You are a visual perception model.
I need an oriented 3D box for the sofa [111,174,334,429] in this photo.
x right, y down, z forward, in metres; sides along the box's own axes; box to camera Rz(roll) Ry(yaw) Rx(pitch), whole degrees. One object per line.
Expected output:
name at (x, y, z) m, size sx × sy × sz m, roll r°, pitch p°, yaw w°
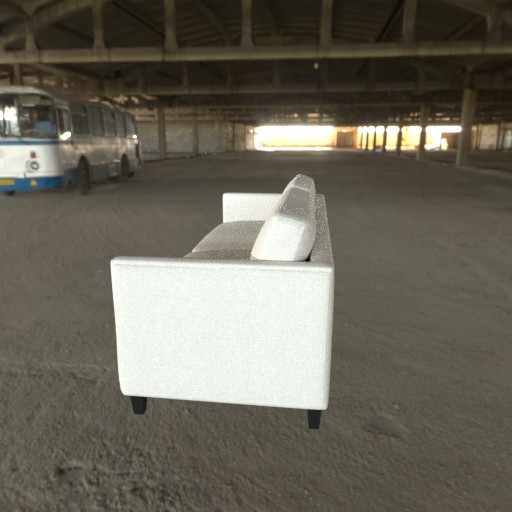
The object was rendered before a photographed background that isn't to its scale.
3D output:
sofa at (0.000, 0.000, 2.991) m, size 0.948 × 0.965 × 2.434 m, roll 2°, pitch 15°, yaw 7°
